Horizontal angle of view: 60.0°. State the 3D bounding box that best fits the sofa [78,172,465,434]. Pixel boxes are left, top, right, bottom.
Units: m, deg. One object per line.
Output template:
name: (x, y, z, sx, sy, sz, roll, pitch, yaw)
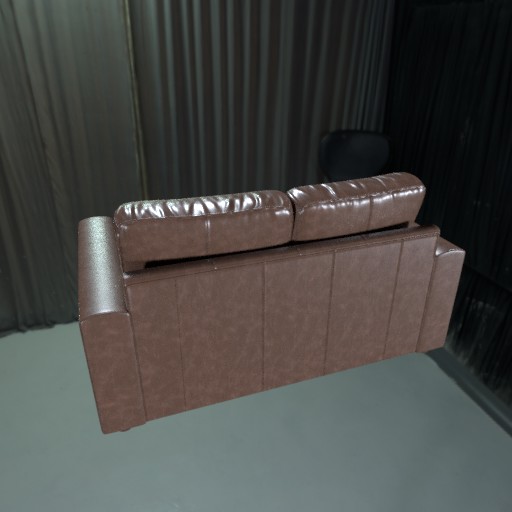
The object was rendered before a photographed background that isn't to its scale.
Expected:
sofa: (0.000, 0.000, 2.186, 1.616, 0.873, 1.016, -9, 28, -18)
